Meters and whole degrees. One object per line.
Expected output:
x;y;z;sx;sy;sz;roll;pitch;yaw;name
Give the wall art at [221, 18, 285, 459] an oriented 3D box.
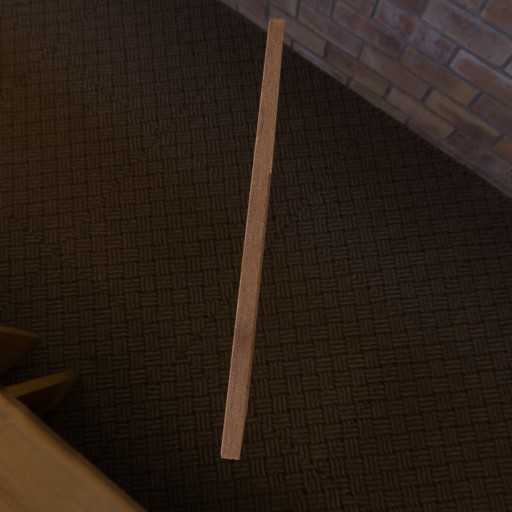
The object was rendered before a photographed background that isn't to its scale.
0.000;0.000;0.958;0.026;0.588;0.690;6;78;1;wall art
